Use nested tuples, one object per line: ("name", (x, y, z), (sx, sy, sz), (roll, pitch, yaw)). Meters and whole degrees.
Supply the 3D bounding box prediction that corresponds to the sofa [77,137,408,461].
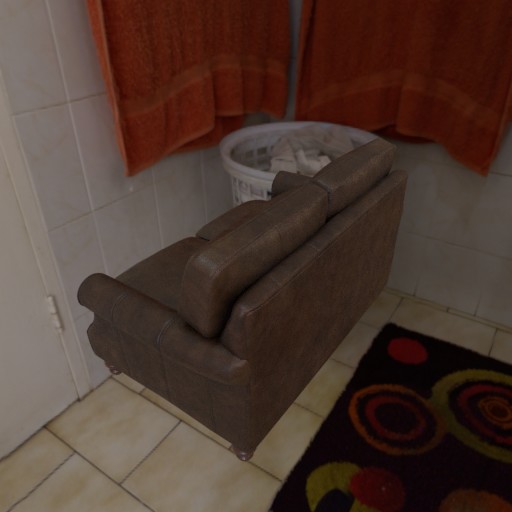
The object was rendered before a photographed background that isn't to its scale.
("sofa", (0.000, 0.000, 2.251), (0.990, 0.976, 1.616), (21, 38, 30))
